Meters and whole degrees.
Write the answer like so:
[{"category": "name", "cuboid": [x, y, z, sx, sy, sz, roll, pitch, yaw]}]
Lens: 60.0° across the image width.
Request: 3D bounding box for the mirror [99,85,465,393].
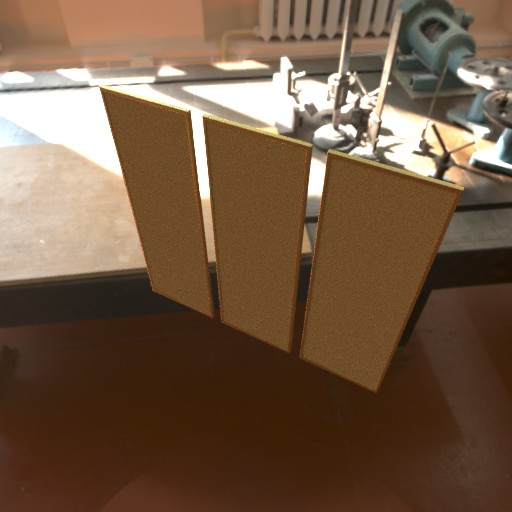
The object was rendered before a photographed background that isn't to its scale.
[{"category": "mirror", "cuboid": [0.000, 0.000, 1.447, 1.011, 0.926, 0.023, 21, 50, 19]}]
